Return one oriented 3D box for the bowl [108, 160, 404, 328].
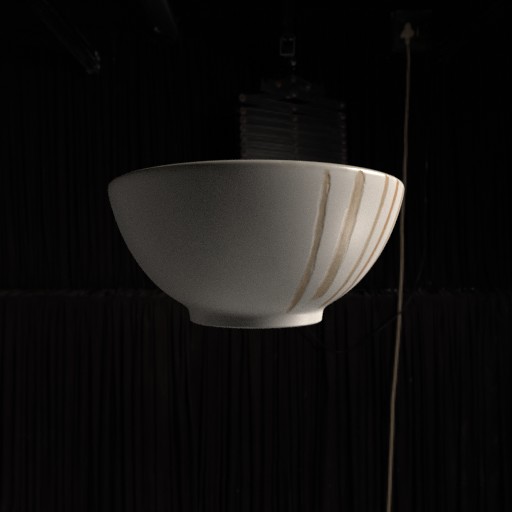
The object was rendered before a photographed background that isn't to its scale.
[{"bbox_3d":[0.000,0.000,0.421,0.268,0.121,0.268,0,-1,0],"label":"bowl"}]
